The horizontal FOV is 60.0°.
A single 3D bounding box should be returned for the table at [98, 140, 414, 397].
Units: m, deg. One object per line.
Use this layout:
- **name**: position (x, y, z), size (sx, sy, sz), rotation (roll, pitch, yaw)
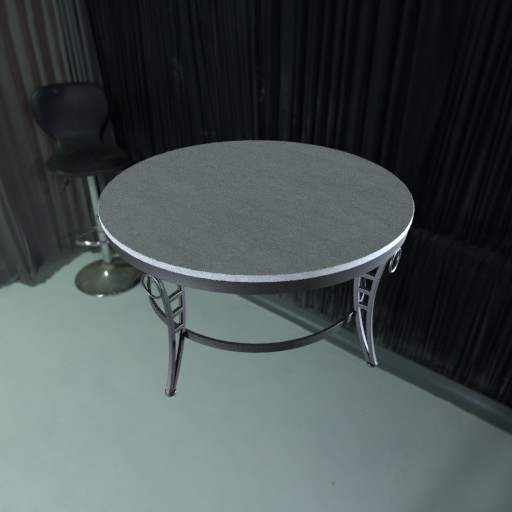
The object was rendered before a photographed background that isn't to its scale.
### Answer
- **table**: position (0.000, 0.000, 1.427), size (0.889, 0.470, 0.889), rotation (0, 33, 0)
